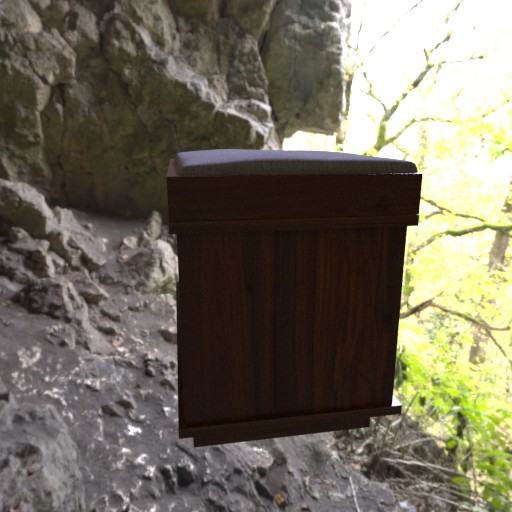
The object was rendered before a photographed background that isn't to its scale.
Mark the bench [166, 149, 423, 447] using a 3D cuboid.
[{"bbox_3d":[0.000,0.000,0.987,0.362,0.461,0.734,-3,14,-10],"label":"bench"}]
